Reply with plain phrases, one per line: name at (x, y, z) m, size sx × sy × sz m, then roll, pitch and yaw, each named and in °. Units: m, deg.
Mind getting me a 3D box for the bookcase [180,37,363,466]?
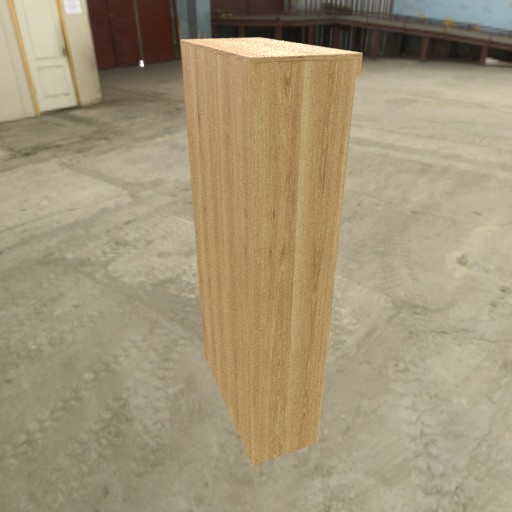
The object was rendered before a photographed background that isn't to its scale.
bookcase at (0.000, 0.000, 2.345) m, size 0.420 × 2.020 × 0.950 m, roll -11°, pitch 31°, yaw -19°
